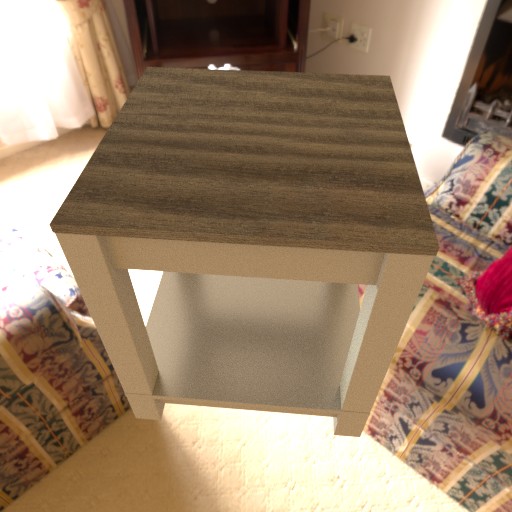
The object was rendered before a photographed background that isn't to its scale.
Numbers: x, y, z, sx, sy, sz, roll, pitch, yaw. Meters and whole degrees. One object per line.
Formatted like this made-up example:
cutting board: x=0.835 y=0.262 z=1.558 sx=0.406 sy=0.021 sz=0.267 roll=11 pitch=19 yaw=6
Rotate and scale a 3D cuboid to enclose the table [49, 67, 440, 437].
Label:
table: x=0.000 y=0.000 z=0.957 sx=0.506 sy=0.587 sz=0.504 roll=4 pitch=46 yaw=3
